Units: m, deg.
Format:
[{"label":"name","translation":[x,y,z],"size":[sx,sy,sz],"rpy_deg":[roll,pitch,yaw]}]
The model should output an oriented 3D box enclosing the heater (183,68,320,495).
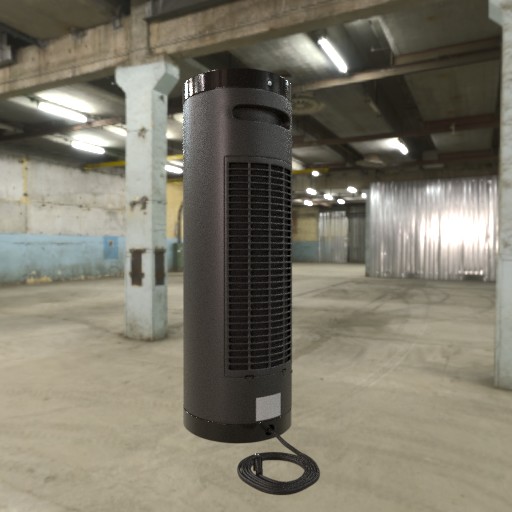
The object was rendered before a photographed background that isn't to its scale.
[{"label":"heater","translation":[0.000,0.000,0.669],"size":[0.174,0.552,0.312],"rpy_deg":[0,1,-34]}]
